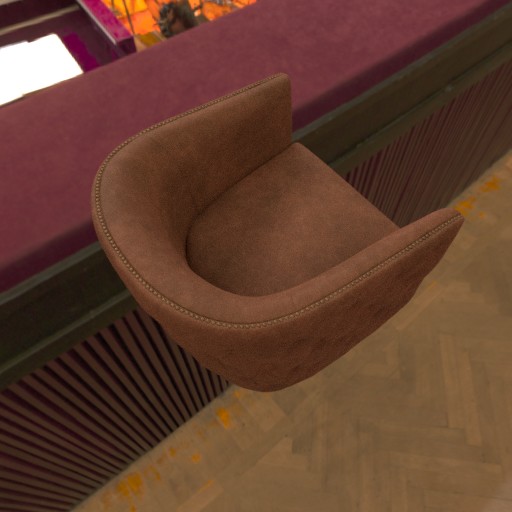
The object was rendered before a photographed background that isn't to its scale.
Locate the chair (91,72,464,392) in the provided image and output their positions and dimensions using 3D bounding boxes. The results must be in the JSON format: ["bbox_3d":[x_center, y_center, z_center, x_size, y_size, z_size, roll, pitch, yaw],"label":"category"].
[{"bbox_3d":[0.000,0.000,1.531,0.870,0.790,0.850,-32,63,-19],"label":"chair"}]
